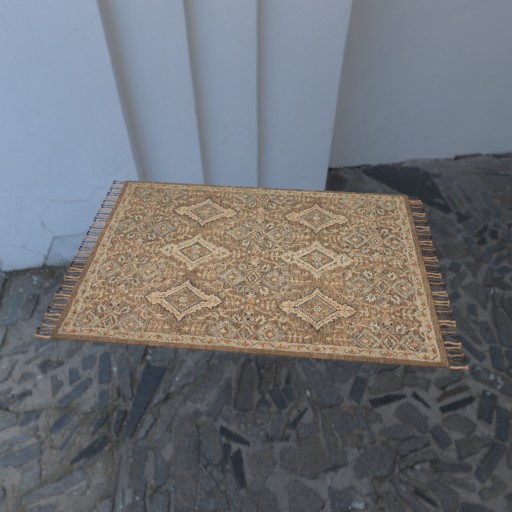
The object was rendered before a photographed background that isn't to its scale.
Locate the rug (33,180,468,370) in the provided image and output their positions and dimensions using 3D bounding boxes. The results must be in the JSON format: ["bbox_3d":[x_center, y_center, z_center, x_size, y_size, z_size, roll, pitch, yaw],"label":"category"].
[{"bbox_3d":[0.000,0.000,2.993,2.434,0.010,1.516,4,46,3],"label":"rug"}]
